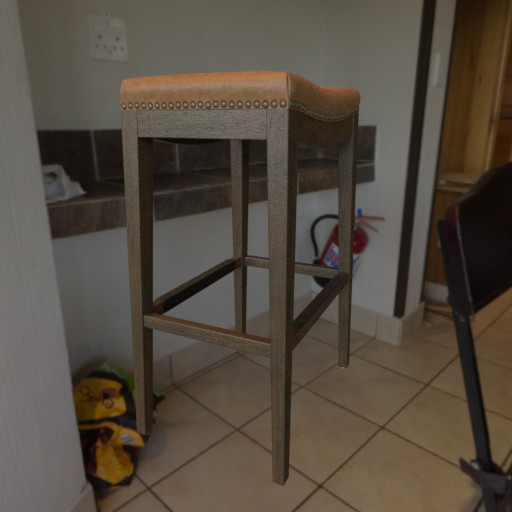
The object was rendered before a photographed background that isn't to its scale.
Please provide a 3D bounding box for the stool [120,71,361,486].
[{"bbox_3d":[0.000,0.000,1.039,0.361,0.759,0.500,8,19,24],"label":"stool"}]
